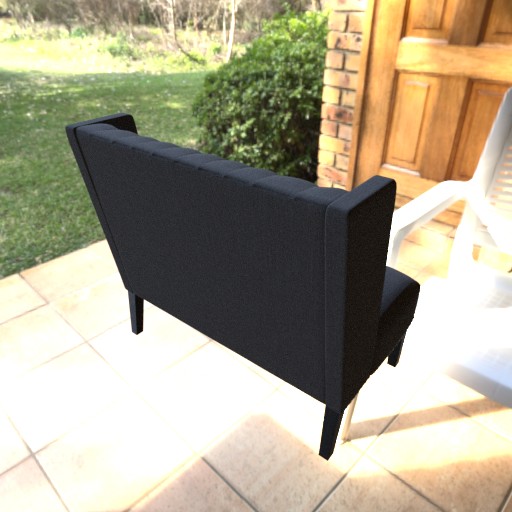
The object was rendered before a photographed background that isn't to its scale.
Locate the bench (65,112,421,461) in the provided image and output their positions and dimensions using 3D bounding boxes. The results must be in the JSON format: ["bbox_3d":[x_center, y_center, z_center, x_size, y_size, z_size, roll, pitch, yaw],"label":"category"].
[{"bbox_3d":[0.000,0.000,1.969,1.276,1.121,0.842,23,38,32],"label":"bench"}]
